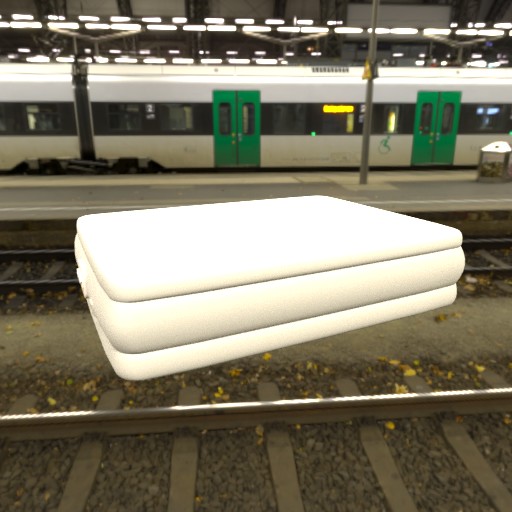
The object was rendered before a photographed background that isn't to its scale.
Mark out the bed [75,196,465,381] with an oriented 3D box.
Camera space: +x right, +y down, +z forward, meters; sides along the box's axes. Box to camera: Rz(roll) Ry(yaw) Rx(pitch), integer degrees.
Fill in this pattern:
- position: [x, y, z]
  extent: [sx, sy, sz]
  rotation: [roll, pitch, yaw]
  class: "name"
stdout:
- position: [0.000, 0.000, 2.715]
  extent: [2.036, 0.460, 1.520]
  rotation: [-8, 19, -25]
  class: "bed"
